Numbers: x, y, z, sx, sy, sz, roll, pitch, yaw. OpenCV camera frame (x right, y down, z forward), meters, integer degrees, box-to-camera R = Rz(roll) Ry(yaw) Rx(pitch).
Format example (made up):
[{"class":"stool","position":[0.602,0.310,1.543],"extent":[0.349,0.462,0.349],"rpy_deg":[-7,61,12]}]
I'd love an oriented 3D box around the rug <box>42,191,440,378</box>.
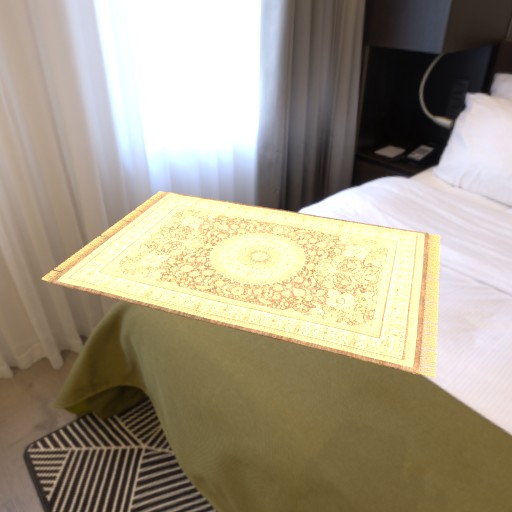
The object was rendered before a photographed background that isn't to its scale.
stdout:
[{"class":"rug","position":[0.000,0.000,4.396],"extent":[3.422,0.015,2.143],"rpy_deg":[11,34,17]}]
